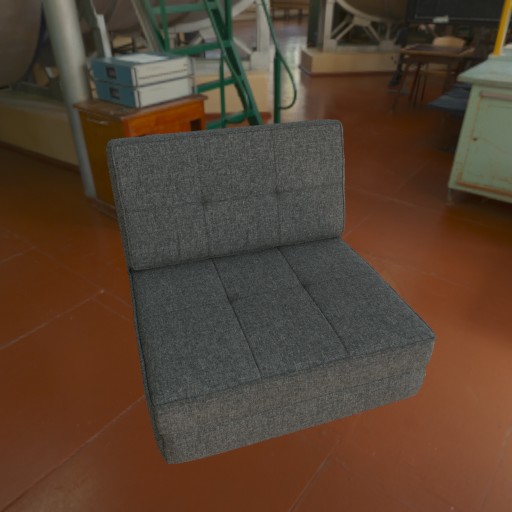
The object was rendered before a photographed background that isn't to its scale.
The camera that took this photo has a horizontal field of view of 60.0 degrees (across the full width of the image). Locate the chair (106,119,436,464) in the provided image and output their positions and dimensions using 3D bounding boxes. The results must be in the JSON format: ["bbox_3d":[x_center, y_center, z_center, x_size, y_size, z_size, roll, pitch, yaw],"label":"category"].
[{"bbox_3d":[0.000,0.000,1.295,0.740,0.615,0.800,-10,34,-15],"label":"chair"}]
